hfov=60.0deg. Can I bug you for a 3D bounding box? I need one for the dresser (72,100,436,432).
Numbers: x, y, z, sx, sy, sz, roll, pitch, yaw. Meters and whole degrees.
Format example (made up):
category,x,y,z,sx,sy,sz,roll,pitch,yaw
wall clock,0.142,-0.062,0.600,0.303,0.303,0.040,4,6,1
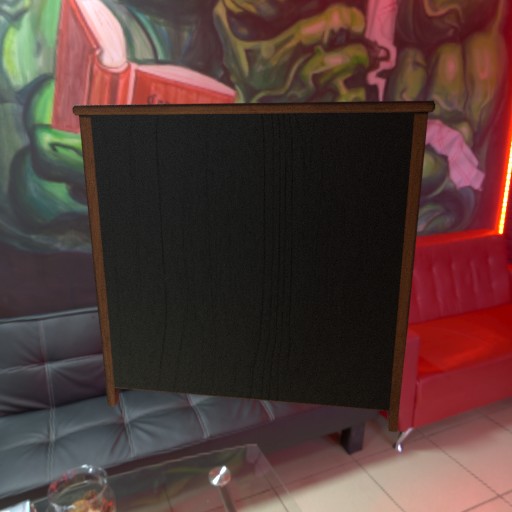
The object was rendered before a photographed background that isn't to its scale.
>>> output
category,x,y,z,sx,sy,sz,roll,pitch,yaw
dresser,0.000,0.000,1.940,1.250,1.224,0.591,2,15,8
